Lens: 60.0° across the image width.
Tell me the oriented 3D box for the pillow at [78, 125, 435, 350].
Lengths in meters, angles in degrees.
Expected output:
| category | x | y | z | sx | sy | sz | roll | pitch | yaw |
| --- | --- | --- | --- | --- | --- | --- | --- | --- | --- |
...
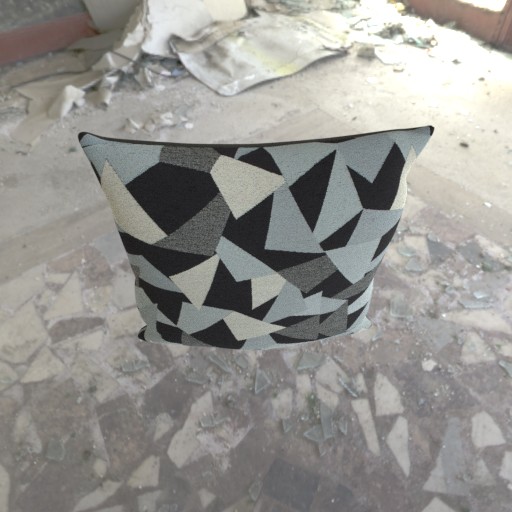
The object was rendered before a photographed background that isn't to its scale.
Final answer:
| category | x | y | z | sx | sy | sz | roll | pitch | yaw |
| --- | --- | --- | --- | --- | --- | --- | --- | --- | --- |
| pillow | 0.000 | 0.000 | 0.775 | 0.503 | 0.496 | 0.208 | -3 | 47 | -2 |
